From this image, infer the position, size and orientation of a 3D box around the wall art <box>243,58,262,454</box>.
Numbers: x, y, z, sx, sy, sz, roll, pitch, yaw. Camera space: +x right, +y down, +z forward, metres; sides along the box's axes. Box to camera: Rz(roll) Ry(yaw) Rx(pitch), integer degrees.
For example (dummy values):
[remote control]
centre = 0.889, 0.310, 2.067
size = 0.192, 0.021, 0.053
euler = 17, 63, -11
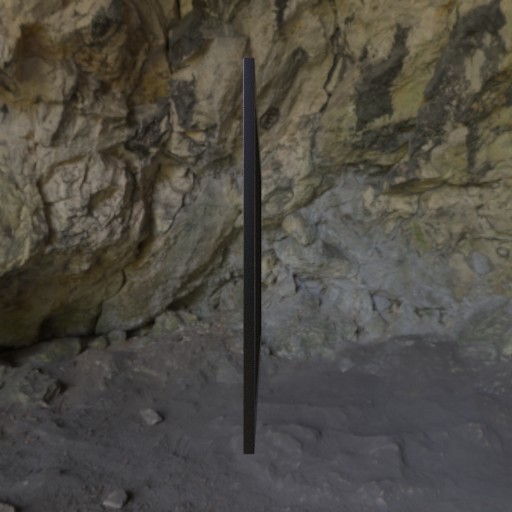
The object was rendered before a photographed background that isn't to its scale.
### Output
[wall art]
centre = 0.000, 0.000, 0.830
size = 0.013, 0.447, 0.660
euler = 0, 0, 1
